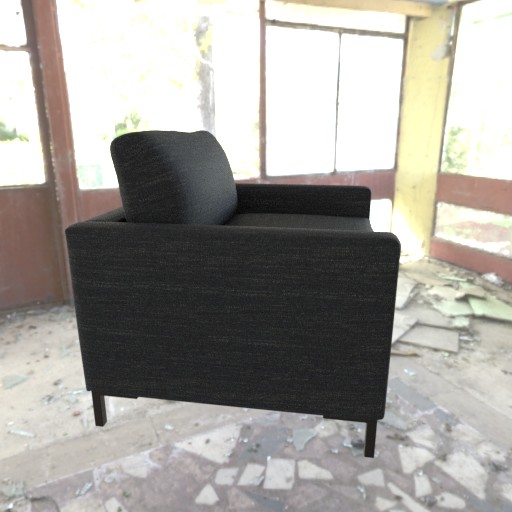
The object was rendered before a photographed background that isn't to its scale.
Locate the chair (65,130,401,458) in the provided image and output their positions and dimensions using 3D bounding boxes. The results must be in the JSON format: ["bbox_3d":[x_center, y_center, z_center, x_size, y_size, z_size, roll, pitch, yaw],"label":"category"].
[{"bbox_3d":[0.000,0.000,1.569,0.866,0.861,0.963,3,17,9],"label":"chair"}]
